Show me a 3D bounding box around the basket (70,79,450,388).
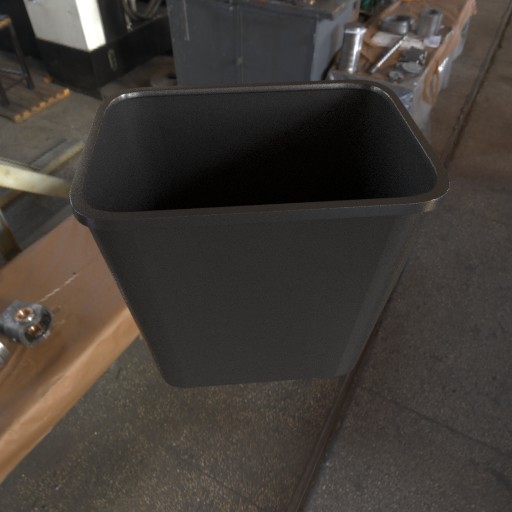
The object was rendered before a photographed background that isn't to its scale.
[{"bbox_3d":[0.000,0.000,0.504,0.300,0.307,0.211,-3,46,-3],"label":"basket"}]
